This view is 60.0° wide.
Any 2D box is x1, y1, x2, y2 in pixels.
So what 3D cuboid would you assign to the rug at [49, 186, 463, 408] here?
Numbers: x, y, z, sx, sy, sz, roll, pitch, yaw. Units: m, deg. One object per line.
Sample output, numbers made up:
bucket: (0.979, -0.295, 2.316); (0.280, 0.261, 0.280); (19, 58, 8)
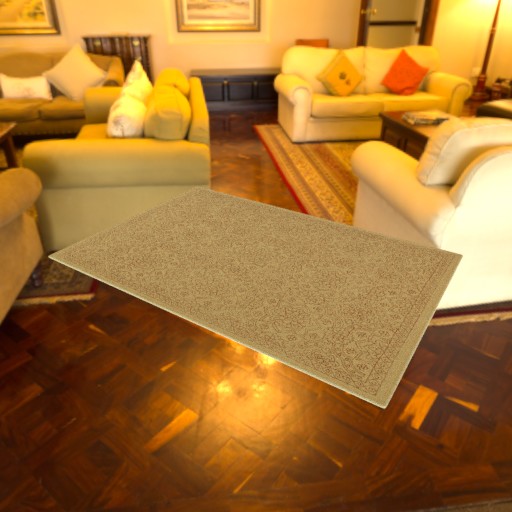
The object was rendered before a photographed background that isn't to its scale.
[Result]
rug: (0.000, 0.000, 2.343); (1.829, 0.010, 1.219); (18, 35, 28)
